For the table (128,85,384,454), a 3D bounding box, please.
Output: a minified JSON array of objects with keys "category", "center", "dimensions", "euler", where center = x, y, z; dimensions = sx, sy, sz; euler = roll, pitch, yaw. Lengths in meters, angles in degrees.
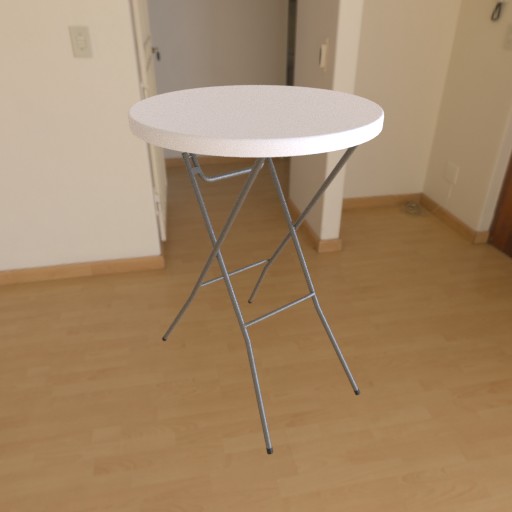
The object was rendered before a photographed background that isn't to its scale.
[{"category":"table","center":[0.000,0.000,1.684],"dimensions":[0.792,1.105,0.795],"euler":[-20,36,-31]}]
